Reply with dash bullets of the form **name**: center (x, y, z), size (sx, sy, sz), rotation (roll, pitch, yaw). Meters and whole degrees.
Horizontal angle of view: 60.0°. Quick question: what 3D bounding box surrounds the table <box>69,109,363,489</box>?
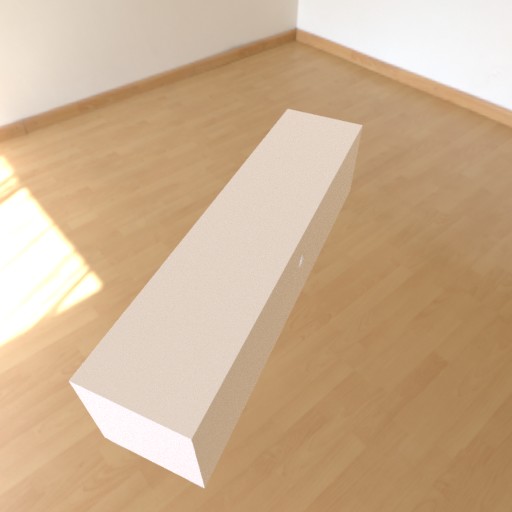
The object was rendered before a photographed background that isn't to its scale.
- **table**: center (0.000, 0.000, 1.835), size (0.390, 0.420, 1.650), rotation (18, 49, 16)
